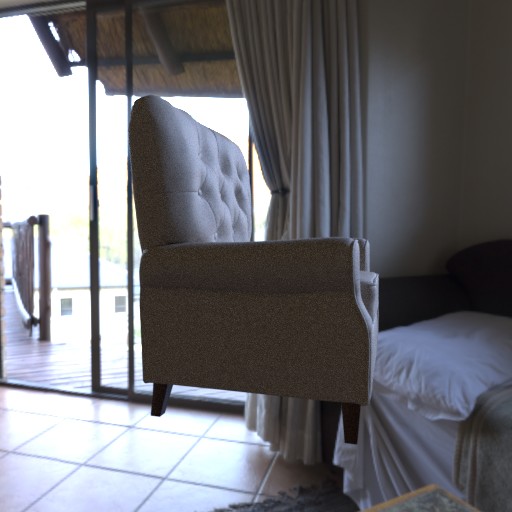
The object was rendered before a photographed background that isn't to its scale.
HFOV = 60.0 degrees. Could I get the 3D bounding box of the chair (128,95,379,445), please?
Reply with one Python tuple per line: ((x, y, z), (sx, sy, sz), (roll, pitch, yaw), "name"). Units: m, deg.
((0.000, 0.000, 1.913), (1.025, 1.209, 0.942), (1, 2, 17), "chair")
